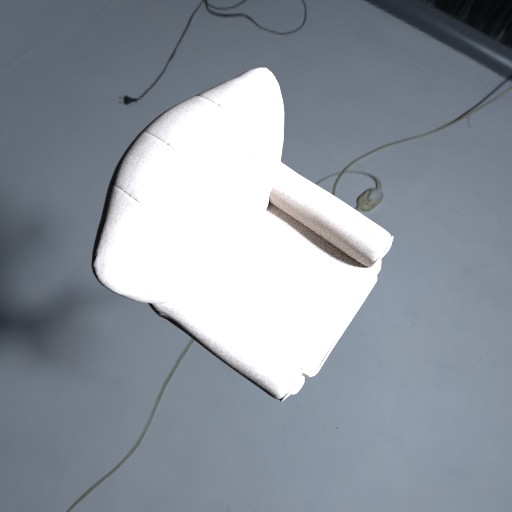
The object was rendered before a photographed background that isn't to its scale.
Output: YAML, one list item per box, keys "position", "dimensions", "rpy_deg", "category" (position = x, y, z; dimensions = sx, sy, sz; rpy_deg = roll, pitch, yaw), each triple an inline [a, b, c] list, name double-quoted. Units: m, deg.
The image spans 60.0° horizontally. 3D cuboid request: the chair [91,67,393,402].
- position: [0.000, 0.000, 1.967]
  dimensions: [1.025, 1.209, 0.942]
  rpy_deg: [35, 79, 8]
  category: "chair"
